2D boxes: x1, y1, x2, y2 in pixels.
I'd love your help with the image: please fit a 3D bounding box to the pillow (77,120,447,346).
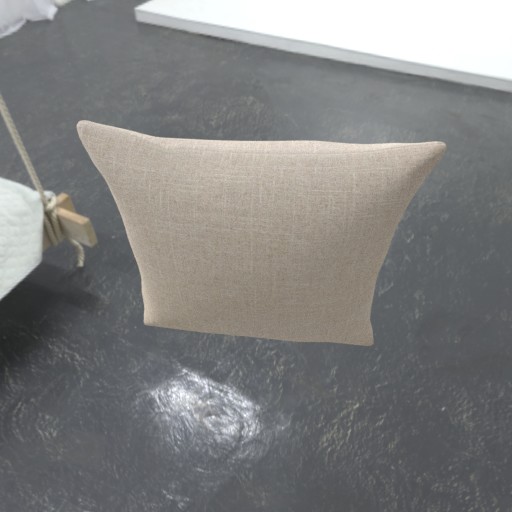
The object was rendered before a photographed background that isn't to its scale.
[{"bbox_3d":[0.000,0.000,0.634,0.414,0.399,0.173,5,47,4],"label":"pillow"}]
